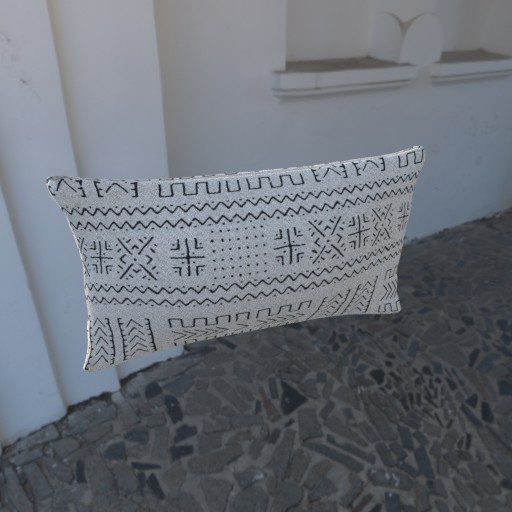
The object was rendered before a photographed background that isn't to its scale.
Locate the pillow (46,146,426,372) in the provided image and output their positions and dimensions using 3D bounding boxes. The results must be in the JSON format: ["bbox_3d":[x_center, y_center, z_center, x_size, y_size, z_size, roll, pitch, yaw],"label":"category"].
[{"bbox_3d":[0.000,0.000,0.792,0.637,0.352,0.188,-8,28,-16],"label":"pillow"}]
